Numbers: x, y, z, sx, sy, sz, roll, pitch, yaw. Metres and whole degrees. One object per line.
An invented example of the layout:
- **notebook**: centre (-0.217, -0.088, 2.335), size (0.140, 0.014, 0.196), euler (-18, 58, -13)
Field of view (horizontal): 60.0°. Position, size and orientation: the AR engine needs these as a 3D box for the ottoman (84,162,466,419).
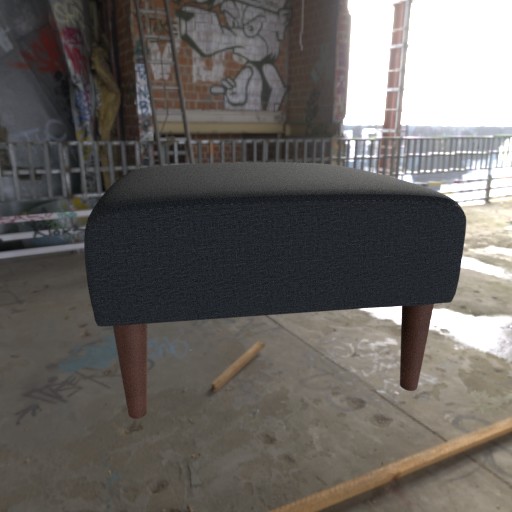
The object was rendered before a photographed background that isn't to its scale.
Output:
- **ottoman**: centre (0.000, 0.000, 1.034), size (0.649, 0.398, 0.650), euler (-3, 17, -9)
